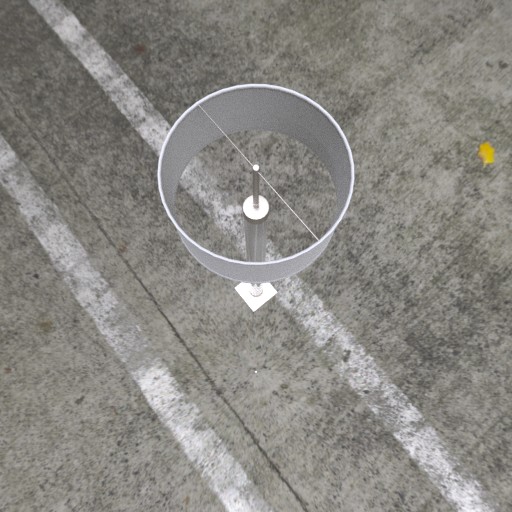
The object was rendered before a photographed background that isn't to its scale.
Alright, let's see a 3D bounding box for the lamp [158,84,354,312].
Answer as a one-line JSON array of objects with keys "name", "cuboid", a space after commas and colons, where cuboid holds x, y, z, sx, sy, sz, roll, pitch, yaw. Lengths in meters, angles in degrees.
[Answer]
[{"name": "lamp", "cuboid": [0.000, 0.000, 1.646, 0.420, 1.475, 0.420, -38, 79, -9]}]
